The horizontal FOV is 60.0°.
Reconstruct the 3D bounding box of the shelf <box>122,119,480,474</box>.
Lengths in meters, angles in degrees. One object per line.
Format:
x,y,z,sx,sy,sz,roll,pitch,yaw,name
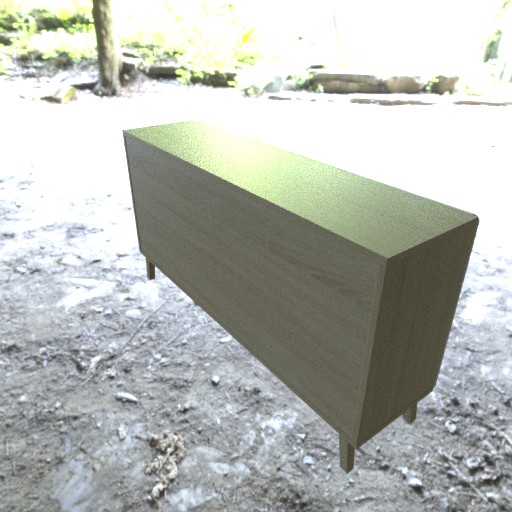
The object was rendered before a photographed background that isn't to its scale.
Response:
0.000,0.000,1.783,0.400,0.780,1.490,-20,35,-32,shelf
